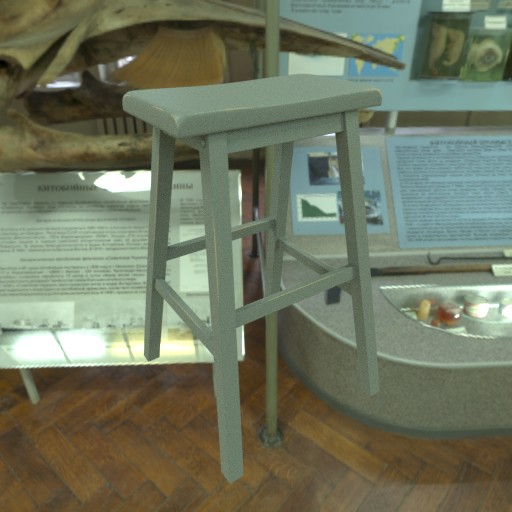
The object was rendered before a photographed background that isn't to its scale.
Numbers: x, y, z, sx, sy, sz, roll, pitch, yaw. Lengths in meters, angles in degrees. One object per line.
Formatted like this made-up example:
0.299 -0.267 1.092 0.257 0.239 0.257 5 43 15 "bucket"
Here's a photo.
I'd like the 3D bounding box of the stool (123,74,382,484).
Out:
0.000 0.000 1.032 0.457 0.737 0.476 -19 35 -29 "stool"
